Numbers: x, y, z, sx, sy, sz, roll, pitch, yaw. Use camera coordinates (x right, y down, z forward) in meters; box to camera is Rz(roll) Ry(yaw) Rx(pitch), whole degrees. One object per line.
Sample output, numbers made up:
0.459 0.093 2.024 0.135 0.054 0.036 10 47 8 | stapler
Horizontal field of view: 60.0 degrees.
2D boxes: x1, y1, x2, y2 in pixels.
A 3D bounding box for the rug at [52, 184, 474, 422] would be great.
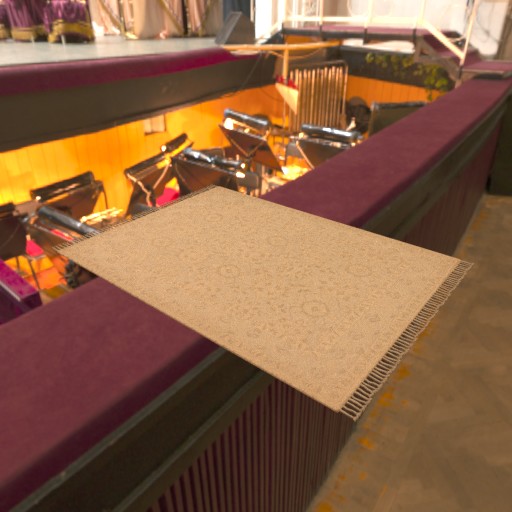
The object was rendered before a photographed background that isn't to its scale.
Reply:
0.000 0.000 2.253 1.771 0.015 1.223 22 36 33 | rug
